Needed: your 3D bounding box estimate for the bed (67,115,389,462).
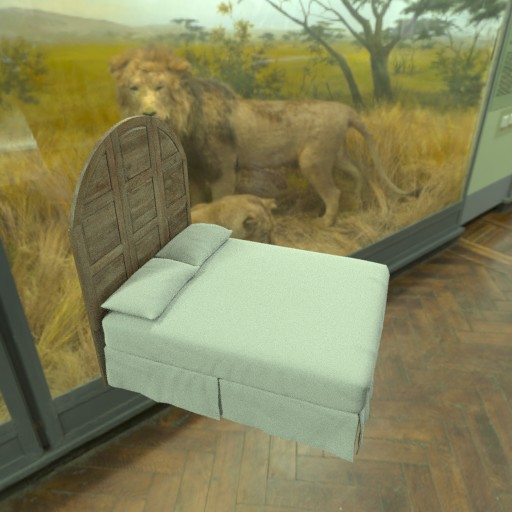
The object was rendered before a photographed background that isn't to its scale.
[{"bbox_3d":[0.000,0.000,3.535,2.112,2.002,1.713,10,31,17],"label":"bed"}]
